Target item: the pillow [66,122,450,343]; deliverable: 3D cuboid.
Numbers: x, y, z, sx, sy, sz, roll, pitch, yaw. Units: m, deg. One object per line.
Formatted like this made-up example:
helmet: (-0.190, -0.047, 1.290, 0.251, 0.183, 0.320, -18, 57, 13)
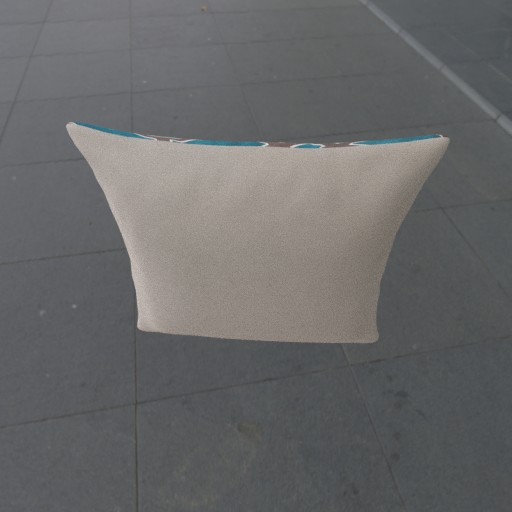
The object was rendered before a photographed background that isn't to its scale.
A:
pillow: (0.000, 0.000, 0.787, 0.526, 0.507, 0.166, 3, 46, 3)
